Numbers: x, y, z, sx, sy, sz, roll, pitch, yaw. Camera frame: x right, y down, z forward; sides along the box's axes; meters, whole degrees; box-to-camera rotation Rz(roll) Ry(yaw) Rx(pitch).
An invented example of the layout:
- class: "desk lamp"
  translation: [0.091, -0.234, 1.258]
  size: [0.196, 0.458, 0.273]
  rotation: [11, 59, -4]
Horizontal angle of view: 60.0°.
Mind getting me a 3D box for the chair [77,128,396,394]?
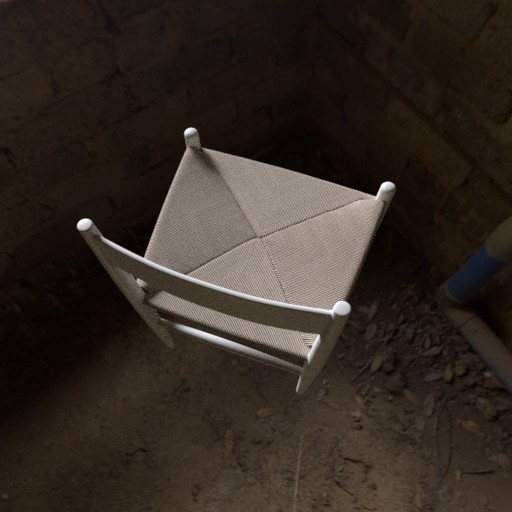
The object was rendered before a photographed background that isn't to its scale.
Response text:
- class: "chair"
  translation: [0.000, 0.000, 1.108]
  size: [0.556, 0.762, 0.495]
  rotation: [17, 64, 9]
